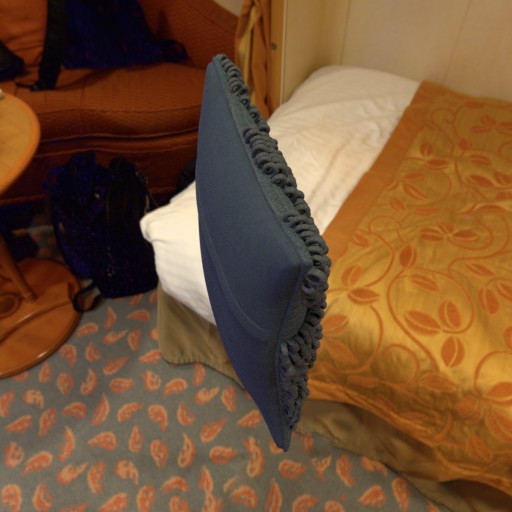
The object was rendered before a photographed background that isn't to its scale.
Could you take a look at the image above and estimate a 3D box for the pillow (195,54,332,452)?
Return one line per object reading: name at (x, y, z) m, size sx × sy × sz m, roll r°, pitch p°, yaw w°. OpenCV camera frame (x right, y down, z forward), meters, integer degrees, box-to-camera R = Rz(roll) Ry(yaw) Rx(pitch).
pillow at (0.000, 0.000, 0.713) m, size 0.172 × 0.466 × 0.469 m, roll -11°, pitch 49°, yaw -10°
